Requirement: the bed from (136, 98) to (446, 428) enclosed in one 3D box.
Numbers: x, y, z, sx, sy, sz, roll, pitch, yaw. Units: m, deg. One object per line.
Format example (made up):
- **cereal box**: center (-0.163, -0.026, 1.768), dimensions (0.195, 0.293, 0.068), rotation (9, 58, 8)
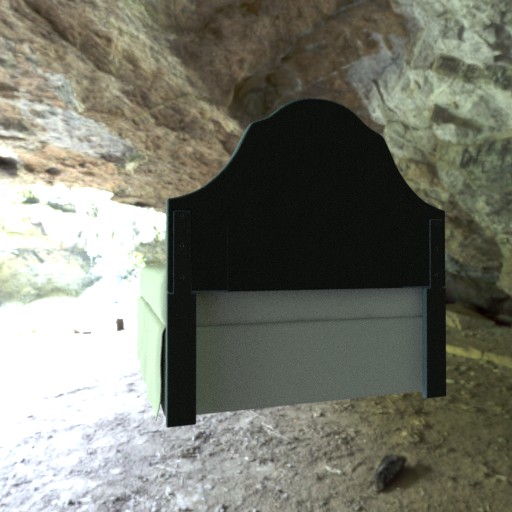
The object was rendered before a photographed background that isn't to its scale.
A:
- **bed**: center (0.000, 0.000, 3.251), dimensions (1.636, 1.575, 2.155), rotation (0, -1, -18)
